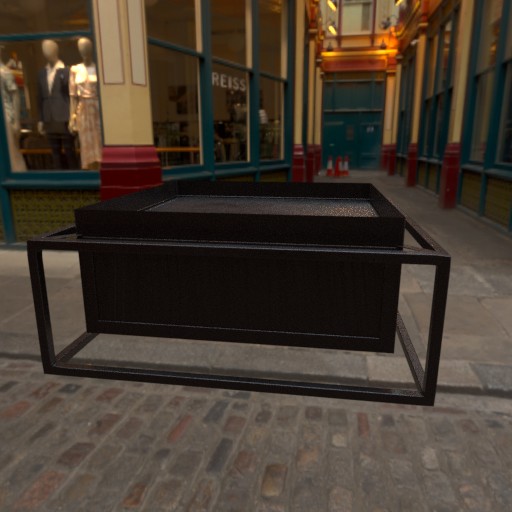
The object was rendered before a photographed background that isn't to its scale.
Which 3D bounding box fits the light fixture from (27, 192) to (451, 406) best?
[{"bbox_3d":[0.000,0.000,0.678,0.441,0.191,0.441,2,15,8],"label":"light fixture"}]
